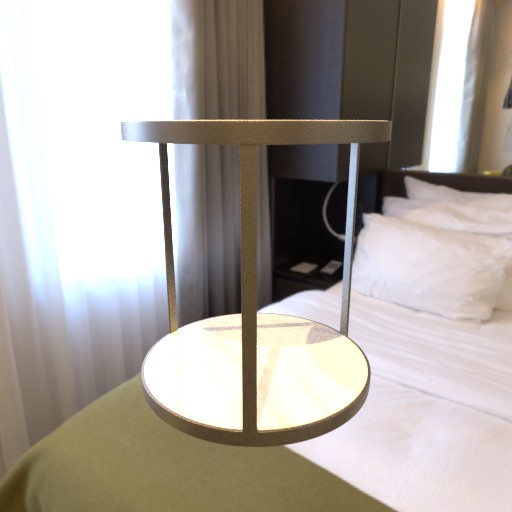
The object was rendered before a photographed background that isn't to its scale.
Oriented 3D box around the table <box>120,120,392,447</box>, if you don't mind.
[{"bbox_3d":[0.000,0.000,0.823,0.445,0.479,0.445,0,17,0],"label":"table"}]
